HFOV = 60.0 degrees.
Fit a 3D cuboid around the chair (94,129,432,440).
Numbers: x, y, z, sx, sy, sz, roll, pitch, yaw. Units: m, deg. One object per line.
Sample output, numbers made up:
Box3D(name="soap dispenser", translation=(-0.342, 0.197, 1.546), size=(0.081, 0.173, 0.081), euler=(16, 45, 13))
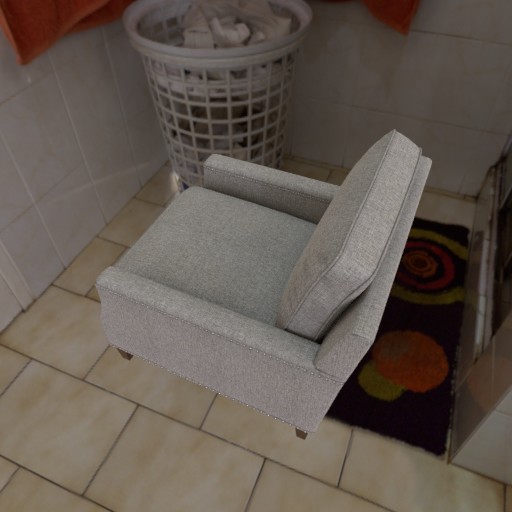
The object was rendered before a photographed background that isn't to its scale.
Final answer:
Box3D(name="chair", translation=(0.000, 0.000, 1.716), size=(1.014, 0.943, 0.853), euler=(19, 50, 17))
